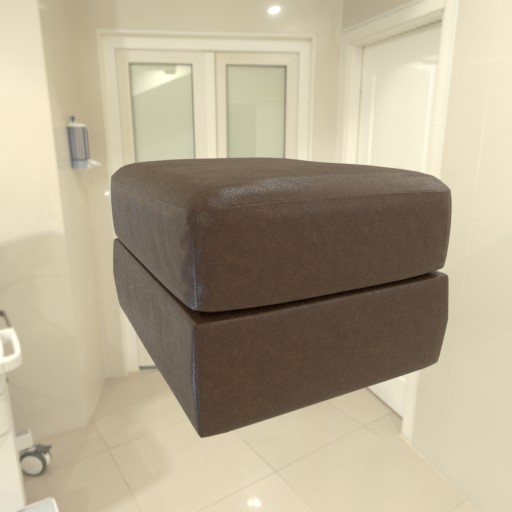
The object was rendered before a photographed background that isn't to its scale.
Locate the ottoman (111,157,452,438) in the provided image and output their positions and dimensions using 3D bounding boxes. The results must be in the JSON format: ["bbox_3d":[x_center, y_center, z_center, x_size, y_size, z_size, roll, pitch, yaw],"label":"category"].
[{"bbox_3d":[0.000,0.000,1.139,0.603,0.476,0.751,-8,17,-26],"label":"ottoman"}]
